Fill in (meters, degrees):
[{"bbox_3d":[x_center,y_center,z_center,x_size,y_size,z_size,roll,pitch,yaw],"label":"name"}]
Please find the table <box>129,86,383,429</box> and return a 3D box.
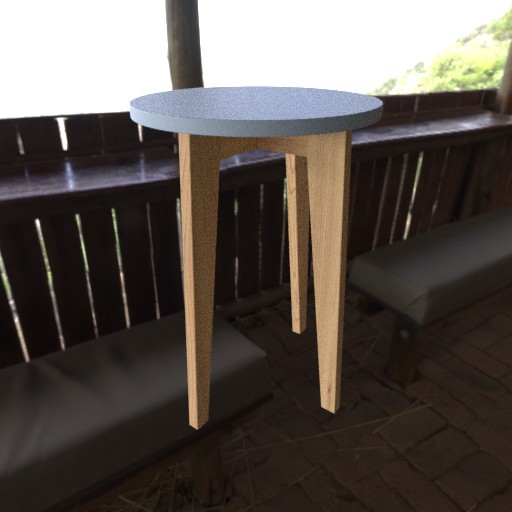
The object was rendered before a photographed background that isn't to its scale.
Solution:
[{"bbox_3d":[0.000,0.000,0.742,0.350,0.500,0.350,0,27,0],"label":"table"}]
